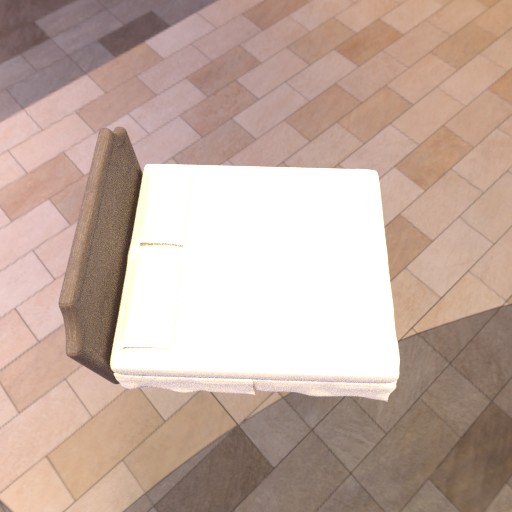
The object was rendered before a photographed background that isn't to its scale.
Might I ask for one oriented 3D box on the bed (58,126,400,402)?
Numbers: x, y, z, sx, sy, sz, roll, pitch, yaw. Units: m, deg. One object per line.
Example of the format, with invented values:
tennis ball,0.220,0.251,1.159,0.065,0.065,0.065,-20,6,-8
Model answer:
bed,0.000,0.000,4.182,2.773,1.590,2.350,2,64,1
